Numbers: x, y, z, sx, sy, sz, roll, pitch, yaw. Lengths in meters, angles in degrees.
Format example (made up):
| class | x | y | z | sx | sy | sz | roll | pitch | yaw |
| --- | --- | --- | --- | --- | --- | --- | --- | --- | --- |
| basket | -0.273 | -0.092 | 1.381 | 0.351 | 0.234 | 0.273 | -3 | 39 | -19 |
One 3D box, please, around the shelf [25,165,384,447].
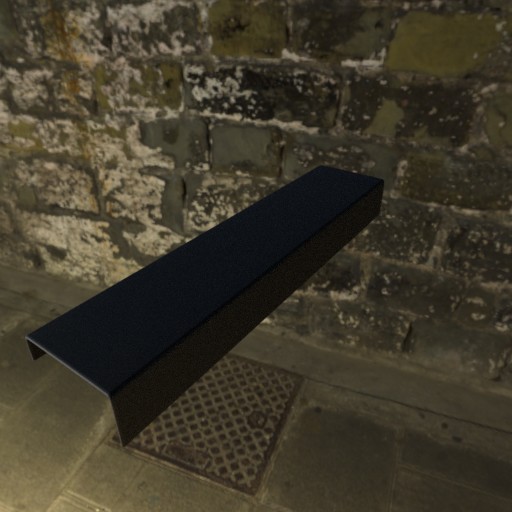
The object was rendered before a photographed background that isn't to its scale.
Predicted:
| class | x | y | z | sx | sy | sz | roll | pitch | yaw |
| --- | --- | --- | --- | --- | --- | --- | --- | --- | --- |
| shelf | 0.000 | 0.000 | 0.477 | 0.102 | 0.053 | 0.456 | 21 | 37 | 30 |
